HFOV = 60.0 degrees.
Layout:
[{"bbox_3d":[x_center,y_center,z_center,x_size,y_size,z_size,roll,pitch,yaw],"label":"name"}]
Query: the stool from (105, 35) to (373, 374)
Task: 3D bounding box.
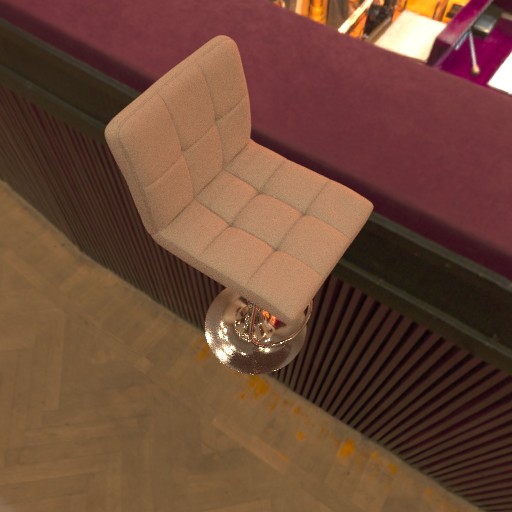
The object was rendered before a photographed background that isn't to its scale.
[{"bbox_3d":[0.000,0.000,1.382,0.505,1.115,0.430,31,64,17],"label":"stool"}]
